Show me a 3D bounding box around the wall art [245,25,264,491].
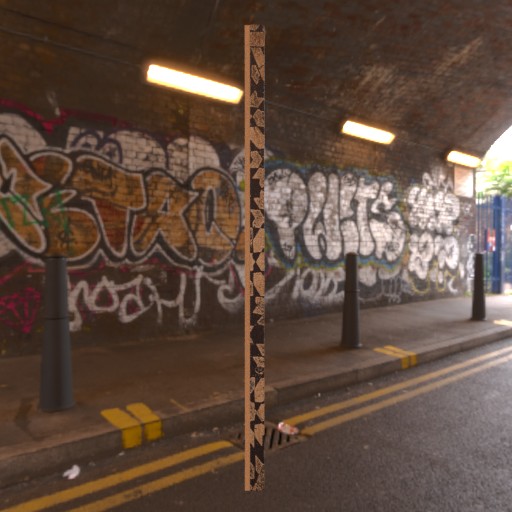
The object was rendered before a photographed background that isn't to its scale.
[{"bbox_3d":[0.000,0.000,1.323,0.038,0.914,0.914,0,1,0],"label":"wall art"}]
